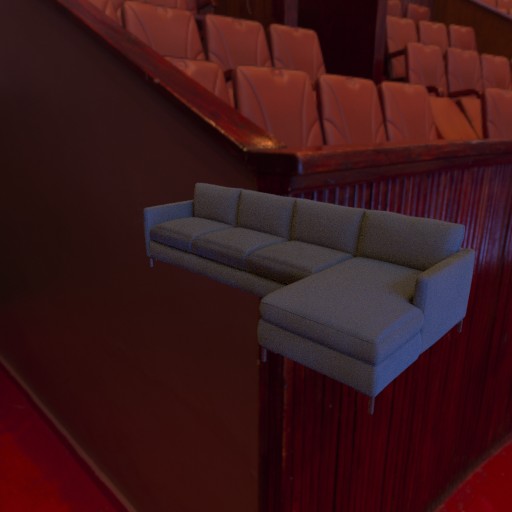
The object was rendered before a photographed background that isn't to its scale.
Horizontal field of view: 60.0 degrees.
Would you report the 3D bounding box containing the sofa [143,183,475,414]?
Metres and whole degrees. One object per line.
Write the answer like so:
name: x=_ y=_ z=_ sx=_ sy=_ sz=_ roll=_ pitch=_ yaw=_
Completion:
sofa: x=0.000 y=0.000 z=3.310 sx=2.725 sy=0.756 sz=1.255 roll=16 pitch=24 yaw=41
